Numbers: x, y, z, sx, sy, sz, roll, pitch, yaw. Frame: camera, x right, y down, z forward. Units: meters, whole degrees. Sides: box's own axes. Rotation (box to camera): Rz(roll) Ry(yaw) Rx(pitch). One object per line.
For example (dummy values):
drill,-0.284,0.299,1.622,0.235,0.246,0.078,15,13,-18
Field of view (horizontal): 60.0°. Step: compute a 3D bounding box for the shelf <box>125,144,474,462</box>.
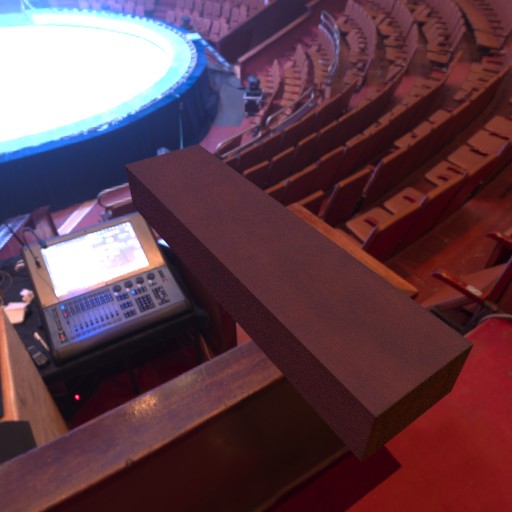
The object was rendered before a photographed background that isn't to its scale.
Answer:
shelf,0.000,0.000,0.667,0.152,0.088,0.607,-24,45,-26
